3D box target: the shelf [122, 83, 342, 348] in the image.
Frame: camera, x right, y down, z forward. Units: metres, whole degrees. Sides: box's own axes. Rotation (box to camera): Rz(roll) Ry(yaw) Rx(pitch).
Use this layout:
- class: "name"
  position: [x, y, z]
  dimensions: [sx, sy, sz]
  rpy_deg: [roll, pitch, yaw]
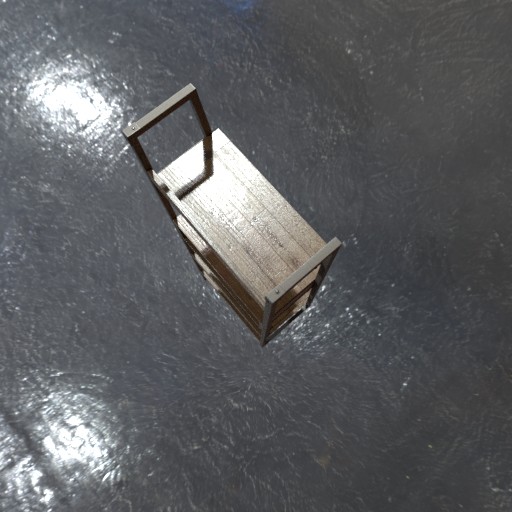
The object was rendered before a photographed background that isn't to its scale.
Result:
- class: "shelf"
  position: [0.000, 0.000, 2.202]
  dimensions: [0.454, 2.005, 0.652]
  rpy_deg: [-40, 79, -10]
